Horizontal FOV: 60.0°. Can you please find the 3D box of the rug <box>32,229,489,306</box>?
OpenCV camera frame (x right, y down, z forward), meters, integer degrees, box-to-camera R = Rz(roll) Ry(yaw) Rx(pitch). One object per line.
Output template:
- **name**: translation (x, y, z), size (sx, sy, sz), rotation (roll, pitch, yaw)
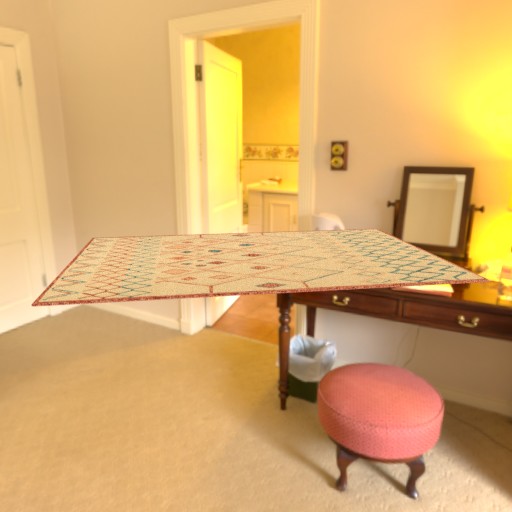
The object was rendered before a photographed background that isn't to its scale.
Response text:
- **rug**: translation (0.000, 0.000, 3.048), size (2.438, 0.015, 1.524), rotation (-2, 15, -9)
